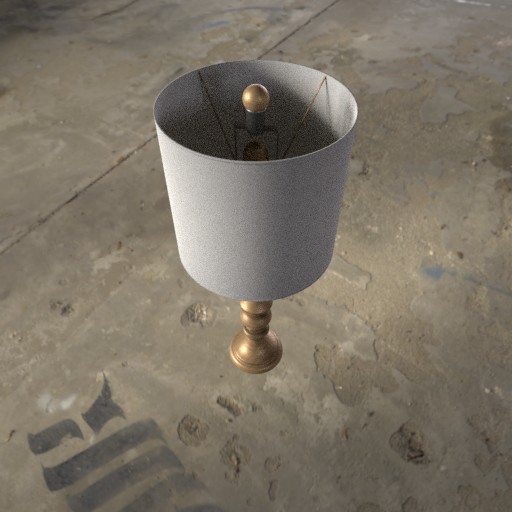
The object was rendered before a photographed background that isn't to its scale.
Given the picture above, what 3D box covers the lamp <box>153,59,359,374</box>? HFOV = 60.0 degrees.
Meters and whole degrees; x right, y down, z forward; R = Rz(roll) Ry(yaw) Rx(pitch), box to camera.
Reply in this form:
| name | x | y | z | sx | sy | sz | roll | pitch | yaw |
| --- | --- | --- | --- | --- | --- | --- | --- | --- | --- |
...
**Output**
| name | x | y | z | sx | sy | sz | roll | pitch | yaw |
| --- | --- | --- | --- | --- | --- | --- | --- | --- | --- |
| lamp | 0.000 | 0.000 | 0.748 | 0.250 | 0.597 | 0.250 | -31 | 54 | -26 |
